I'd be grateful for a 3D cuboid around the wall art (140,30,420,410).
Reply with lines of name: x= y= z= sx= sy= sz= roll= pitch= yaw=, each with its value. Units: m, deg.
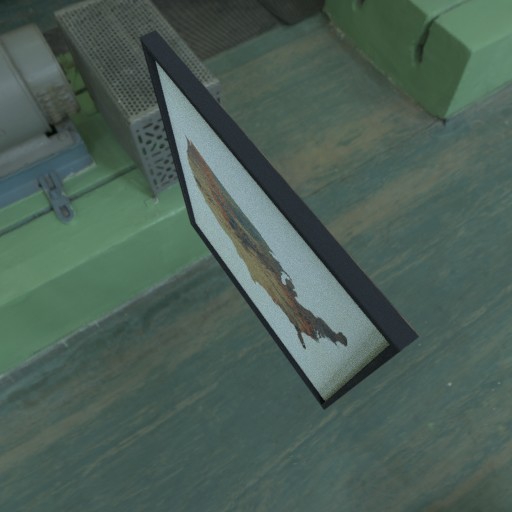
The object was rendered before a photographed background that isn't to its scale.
wall art: x=0.000 y=0.000 z=1.099 sx=0.038 sy=0.762 sz=0.762 roll=-32 pitch=69 yaw=-14
